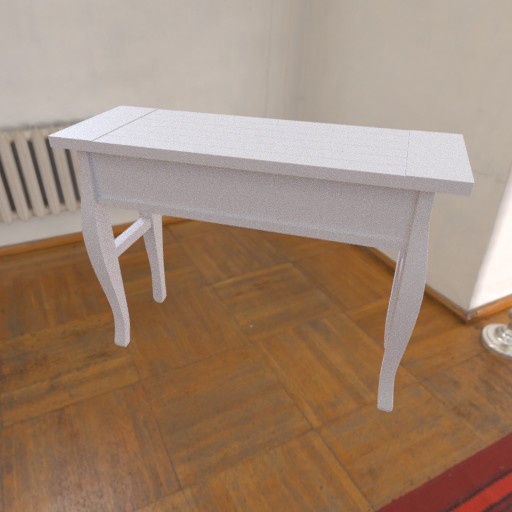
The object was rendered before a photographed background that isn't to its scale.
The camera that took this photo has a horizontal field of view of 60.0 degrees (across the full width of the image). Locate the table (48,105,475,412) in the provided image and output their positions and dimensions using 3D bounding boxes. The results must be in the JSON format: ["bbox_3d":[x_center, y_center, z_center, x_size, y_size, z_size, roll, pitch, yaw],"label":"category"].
[{"bbox_3d":[0.000,0.000,1.399,1.062,0.768,0.373,10,33,15],"label":"table"}]
